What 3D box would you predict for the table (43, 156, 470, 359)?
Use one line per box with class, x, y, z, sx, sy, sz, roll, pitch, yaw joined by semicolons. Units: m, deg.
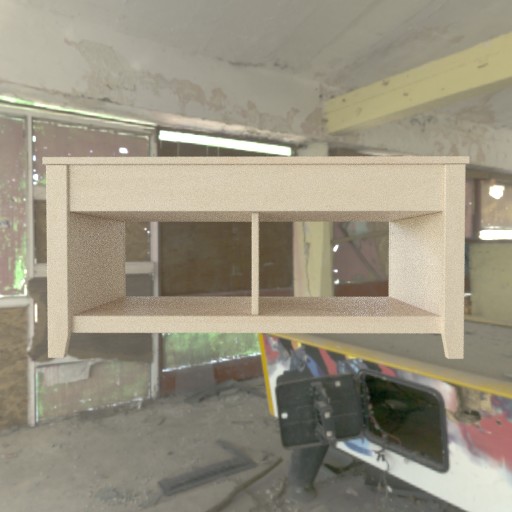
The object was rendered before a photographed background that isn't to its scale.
table;0.000;0.000;1.287;1.016;0.483;0.457;0;1;1
